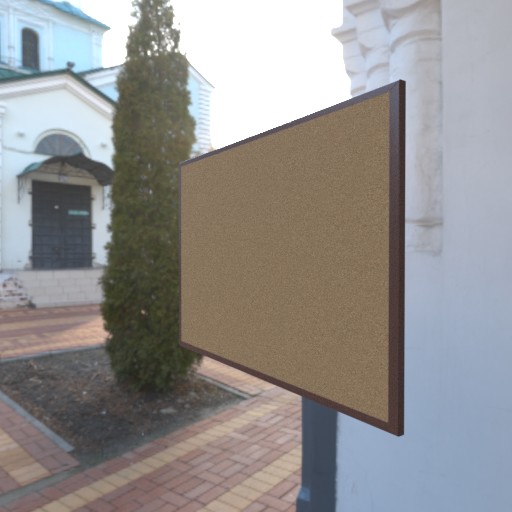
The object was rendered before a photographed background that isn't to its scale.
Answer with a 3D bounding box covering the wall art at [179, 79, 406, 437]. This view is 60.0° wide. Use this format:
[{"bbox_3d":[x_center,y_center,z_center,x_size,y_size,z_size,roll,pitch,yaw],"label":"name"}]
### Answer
[{"bbox_3d":[0.000,0.000,0.839,0.014,0.455,0.660,-1,1,-35],"label":"wall art"}]
